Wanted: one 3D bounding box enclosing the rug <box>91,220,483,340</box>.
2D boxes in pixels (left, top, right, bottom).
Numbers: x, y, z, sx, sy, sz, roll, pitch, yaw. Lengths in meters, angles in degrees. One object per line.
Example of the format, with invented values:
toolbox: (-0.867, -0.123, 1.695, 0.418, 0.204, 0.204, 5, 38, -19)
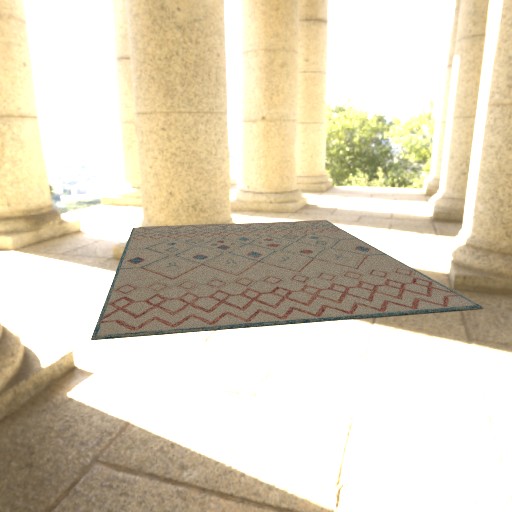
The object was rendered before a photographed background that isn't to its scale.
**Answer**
rug: (0.000, 0.000, 4.103, 2.441, 0.016, 3.050, -3, 16, -10)
